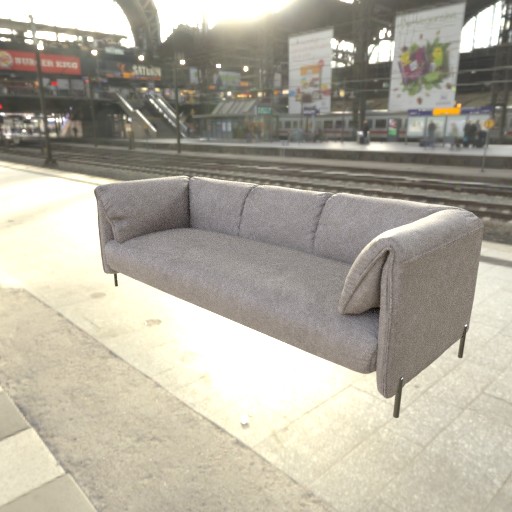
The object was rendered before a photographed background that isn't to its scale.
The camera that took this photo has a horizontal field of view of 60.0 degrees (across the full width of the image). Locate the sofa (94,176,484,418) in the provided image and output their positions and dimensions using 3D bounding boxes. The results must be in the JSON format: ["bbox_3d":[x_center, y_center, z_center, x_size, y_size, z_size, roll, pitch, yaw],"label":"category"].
[{"bbox_3d":[0.000,0.000,2.620,2.238,0.758,0.899,15,22,42],"label":"sofa"}]
